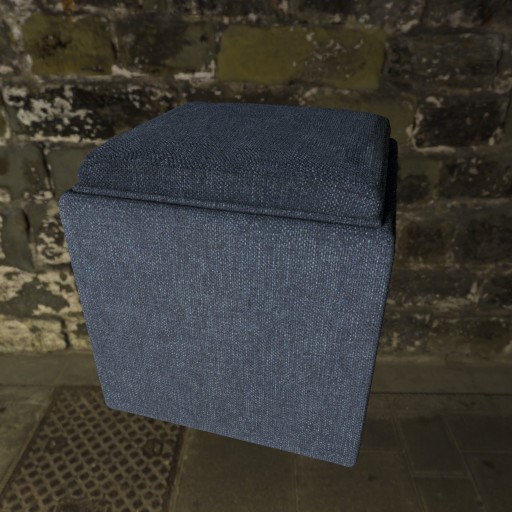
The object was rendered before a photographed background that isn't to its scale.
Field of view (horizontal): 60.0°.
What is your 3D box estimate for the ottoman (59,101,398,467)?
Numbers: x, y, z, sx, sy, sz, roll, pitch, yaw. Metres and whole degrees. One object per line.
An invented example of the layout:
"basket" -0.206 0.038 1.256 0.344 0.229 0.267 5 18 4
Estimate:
"ottoman" 0.000 0.000 0.817 0.454 0.493 0.436 8 31 14
